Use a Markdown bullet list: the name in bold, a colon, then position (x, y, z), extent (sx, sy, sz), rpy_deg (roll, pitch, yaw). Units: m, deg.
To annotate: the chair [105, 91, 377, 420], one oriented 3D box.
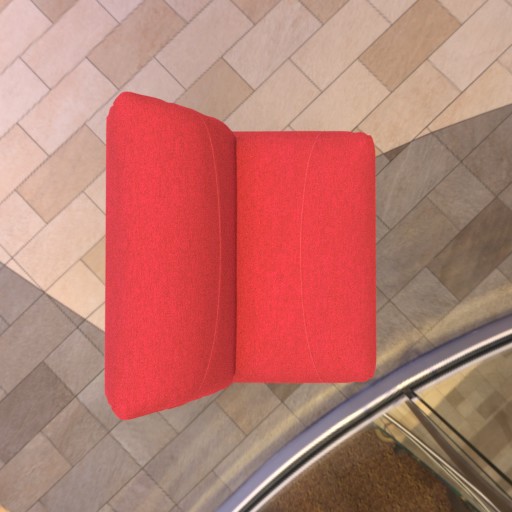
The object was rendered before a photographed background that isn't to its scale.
- **chair**: position (0.000, 0.000, 1.335), extent (0.780, 0.580, 0.820), rpy_deg (0, 89, 2)
